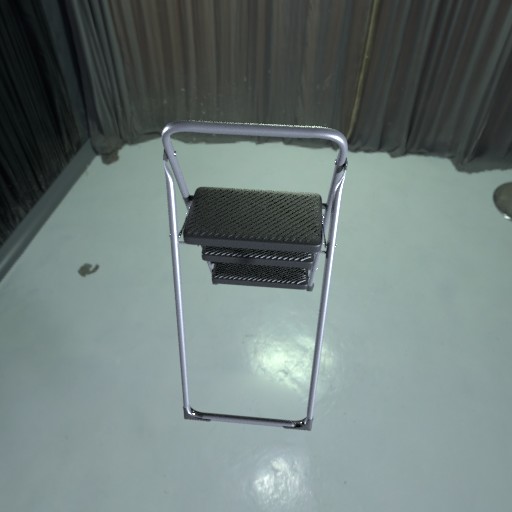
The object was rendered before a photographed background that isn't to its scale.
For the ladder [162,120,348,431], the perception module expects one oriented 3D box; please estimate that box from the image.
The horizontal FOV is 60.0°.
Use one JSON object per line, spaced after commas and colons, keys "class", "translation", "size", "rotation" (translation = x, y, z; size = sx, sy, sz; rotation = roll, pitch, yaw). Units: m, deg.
{"class": "ladder", "translation": [0.000, 0.000, 1.310], "size": [0.430, 0.945, 0.629], "rotation": [4, 47, 4]}
